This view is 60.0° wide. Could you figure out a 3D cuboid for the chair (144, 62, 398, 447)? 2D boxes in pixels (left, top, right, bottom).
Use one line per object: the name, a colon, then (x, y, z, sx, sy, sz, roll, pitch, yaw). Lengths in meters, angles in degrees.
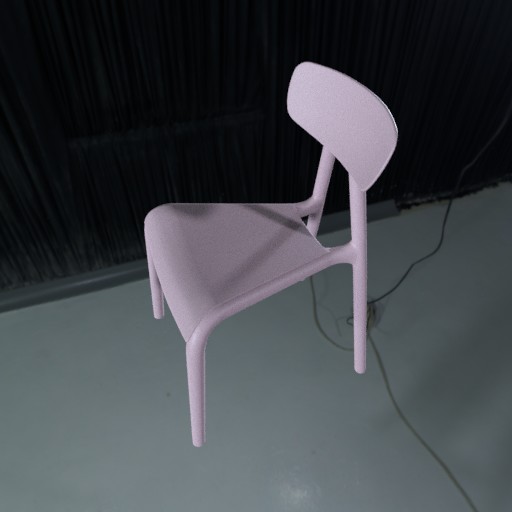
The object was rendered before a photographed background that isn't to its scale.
chair: (0.000, 0.000, 0.825, 0.401, 0.580, 0.356, -16, 47, -16)
